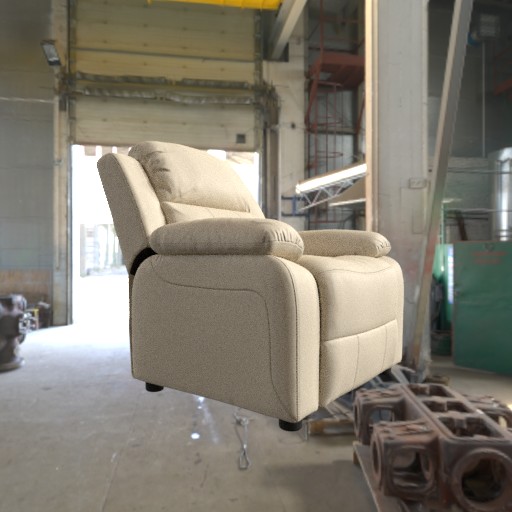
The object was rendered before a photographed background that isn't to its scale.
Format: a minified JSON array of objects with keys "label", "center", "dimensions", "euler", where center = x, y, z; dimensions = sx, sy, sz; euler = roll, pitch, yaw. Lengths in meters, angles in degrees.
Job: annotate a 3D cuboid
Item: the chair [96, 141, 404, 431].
[{"label":"chair","center":[0.000,0.000,1.276],"dimensions":[0.709,0.702,0.680],"euler":[0,0,36]}]
